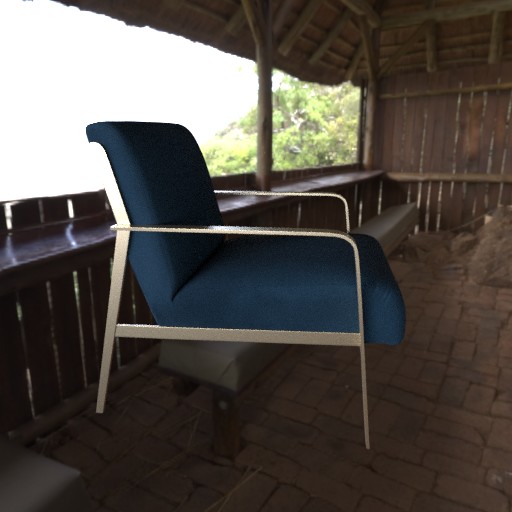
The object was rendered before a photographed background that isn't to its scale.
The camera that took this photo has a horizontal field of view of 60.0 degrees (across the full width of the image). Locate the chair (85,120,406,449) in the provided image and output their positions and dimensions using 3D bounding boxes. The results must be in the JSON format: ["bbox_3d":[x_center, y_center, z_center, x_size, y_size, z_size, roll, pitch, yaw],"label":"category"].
[{"bbox_3d":[0.000,0.000,1.430,0.859,0.831,0.692,3,16,9],"label":"chair"}]
